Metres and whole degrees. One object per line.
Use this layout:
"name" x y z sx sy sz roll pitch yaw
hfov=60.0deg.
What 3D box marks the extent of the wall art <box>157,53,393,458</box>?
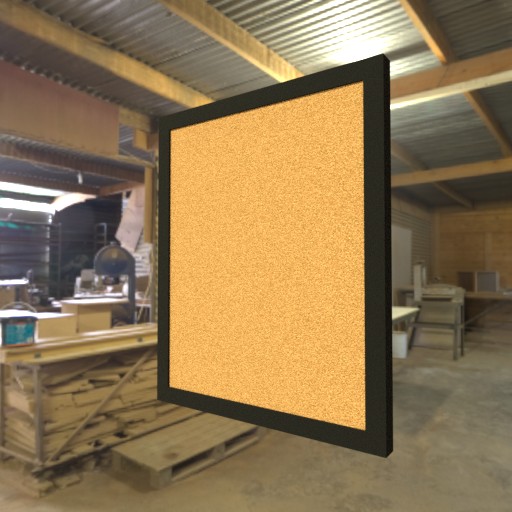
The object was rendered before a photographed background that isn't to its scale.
"wall art" 0.000 0.000 0.756 0.457 0.559 0.029 -1 -2 36
